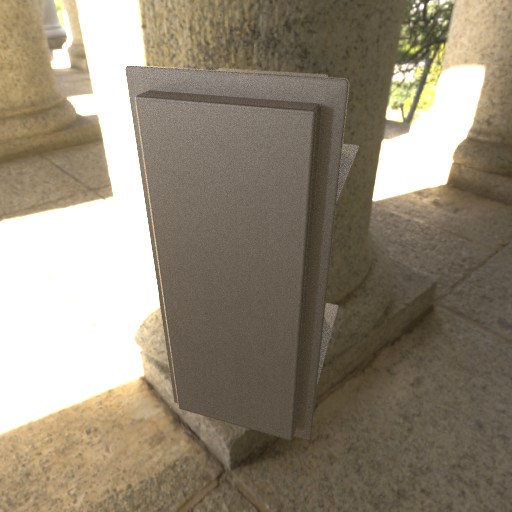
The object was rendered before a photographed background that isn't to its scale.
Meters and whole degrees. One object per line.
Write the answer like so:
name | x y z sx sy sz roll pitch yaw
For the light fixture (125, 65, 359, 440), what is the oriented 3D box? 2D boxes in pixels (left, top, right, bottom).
light fixture | 0.000 0.000 0.462 0.168 0.380 0.160 10 34 15
